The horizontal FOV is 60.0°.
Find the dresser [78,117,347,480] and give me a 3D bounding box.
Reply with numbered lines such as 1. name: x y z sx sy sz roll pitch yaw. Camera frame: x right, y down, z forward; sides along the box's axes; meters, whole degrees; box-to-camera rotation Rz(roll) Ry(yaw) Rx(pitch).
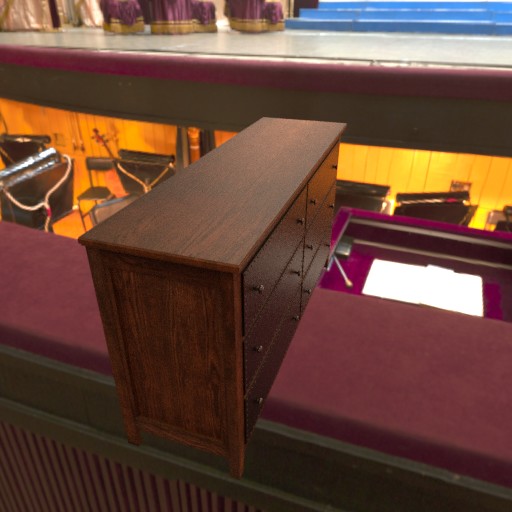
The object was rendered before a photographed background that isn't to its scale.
1. dresser: 0.000 0.000 1.957 0.463 0.856 1.551 10 31 17
